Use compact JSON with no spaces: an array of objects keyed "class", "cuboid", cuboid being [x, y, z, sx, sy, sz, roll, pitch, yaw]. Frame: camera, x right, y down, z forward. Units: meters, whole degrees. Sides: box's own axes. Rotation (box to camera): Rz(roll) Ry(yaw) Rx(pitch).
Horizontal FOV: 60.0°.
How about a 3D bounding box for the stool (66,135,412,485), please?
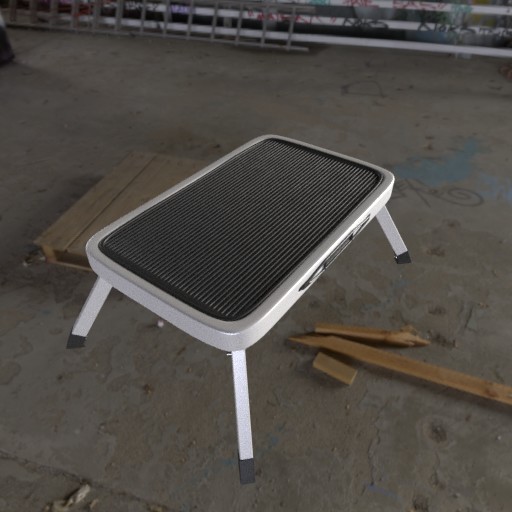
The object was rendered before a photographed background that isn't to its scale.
[{"class":"stool","cuboid":[0.000,0.000,0.620,0.320,0.170,0.460,25,46,27]}]
